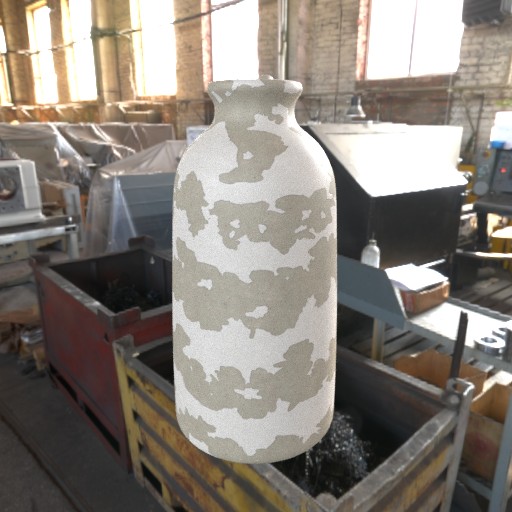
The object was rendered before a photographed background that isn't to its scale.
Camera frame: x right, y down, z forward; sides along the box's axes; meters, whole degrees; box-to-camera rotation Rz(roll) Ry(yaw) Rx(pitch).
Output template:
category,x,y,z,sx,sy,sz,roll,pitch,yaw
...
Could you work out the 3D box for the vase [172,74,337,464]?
category,x,y,z,sx,sy,sz,roll,pitch,yaw
vase,0.000,0.000,0.486,0.186,0.382,0.203,3,17,10
